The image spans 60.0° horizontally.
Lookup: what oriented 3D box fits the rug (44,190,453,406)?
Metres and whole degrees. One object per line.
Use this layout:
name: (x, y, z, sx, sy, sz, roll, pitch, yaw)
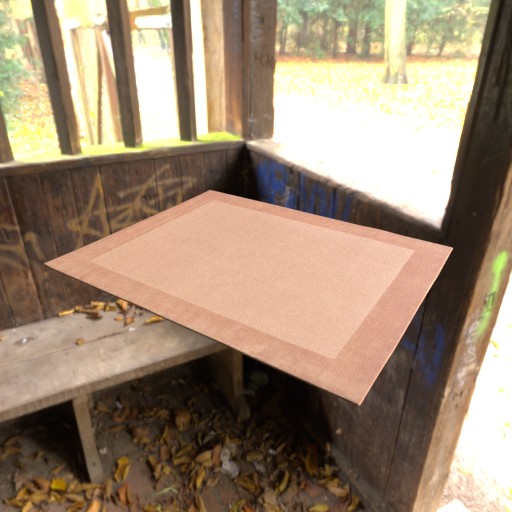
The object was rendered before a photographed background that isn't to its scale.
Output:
rug: (0.000, 0.000, 4.205, 3.057, 0.021, 2.431, 17, 32, 29)
